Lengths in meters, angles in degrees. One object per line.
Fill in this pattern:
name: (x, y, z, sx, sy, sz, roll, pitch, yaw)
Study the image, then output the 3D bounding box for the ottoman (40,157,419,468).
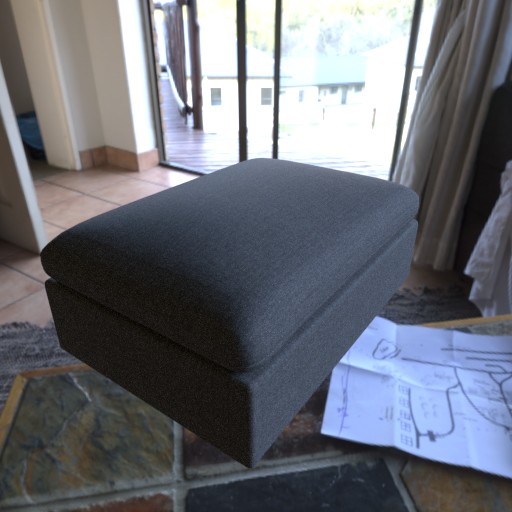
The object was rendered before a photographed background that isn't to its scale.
ottoman: (0.000, 0.000, 1.420, 0.711, 0.483, 1.041, 18, 33, 31)
